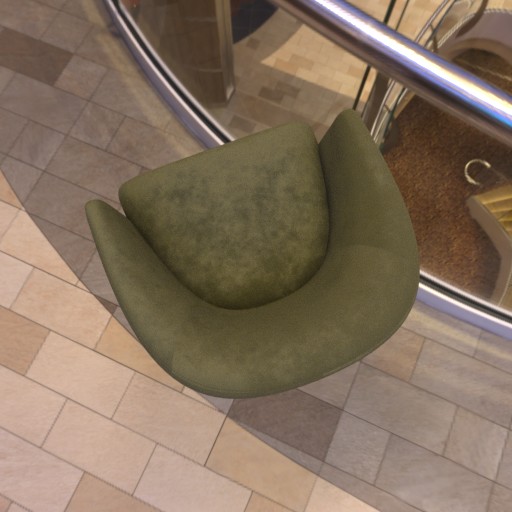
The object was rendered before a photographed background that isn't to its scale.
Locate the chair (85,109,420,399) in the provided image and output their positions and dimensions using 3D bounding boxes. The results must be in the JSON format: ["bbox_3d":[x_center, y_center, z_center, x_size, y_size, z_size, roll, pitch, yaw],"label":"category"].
[{"bbox_3d":[0.000,0.000,1.330,0.773,0.698,0.767,-21,75,-6],"label":"chair"}]
